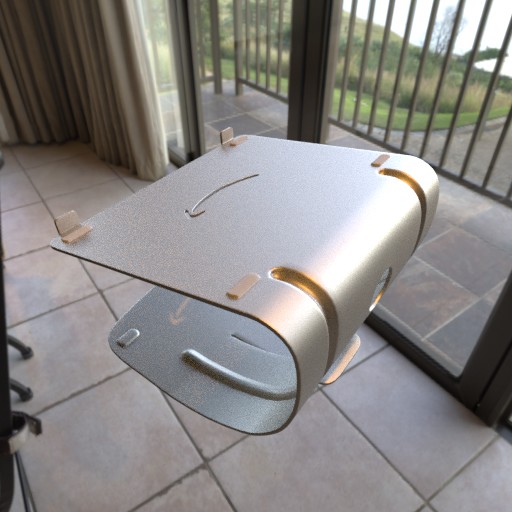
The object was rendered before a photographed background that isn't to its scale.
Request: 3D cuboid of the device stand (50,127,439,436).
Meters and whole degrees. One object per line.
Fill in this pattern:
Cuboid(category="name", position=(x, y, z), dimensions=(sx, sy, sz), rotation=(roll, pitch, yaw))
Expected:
Cuboid(category="device stand", position=(0.000, 0.000, 0.406), dimensions=(0.236, 0.155, 0.256), rotation=(25, 46, 27))
